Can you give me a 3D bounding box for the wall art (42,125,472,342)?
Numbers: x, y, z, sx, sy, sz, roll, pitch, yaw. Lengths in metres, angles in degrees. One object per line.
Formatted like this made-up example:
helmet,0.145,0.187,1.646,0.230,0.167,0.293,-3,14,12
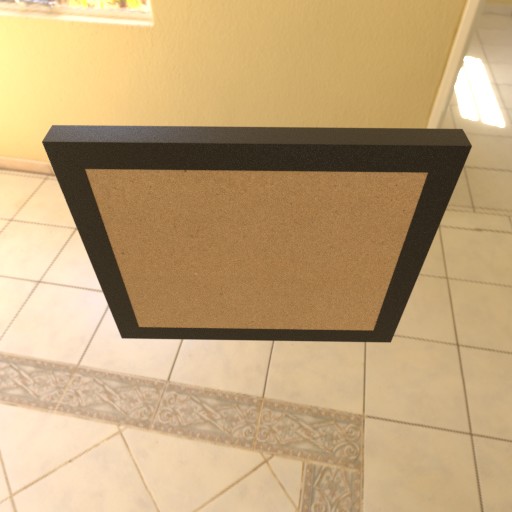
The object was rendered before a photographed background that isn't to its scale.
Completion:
wall art,0.000,0.000,0.519,0.381,0.321,0.028,1,47,1
